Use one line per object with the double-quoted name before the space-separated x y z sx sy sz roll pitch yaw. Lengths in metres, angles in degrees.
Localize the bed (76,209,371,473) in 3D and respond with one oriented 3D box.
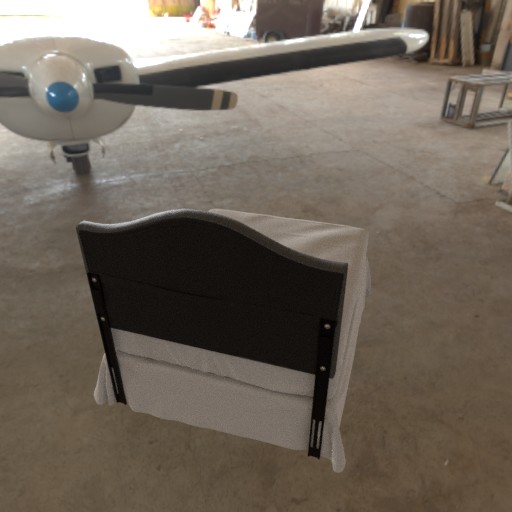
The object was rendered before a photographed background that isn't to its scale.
"bed" 0.000 0.000 3.541 1.876 1.645 2.221 9 32 15
